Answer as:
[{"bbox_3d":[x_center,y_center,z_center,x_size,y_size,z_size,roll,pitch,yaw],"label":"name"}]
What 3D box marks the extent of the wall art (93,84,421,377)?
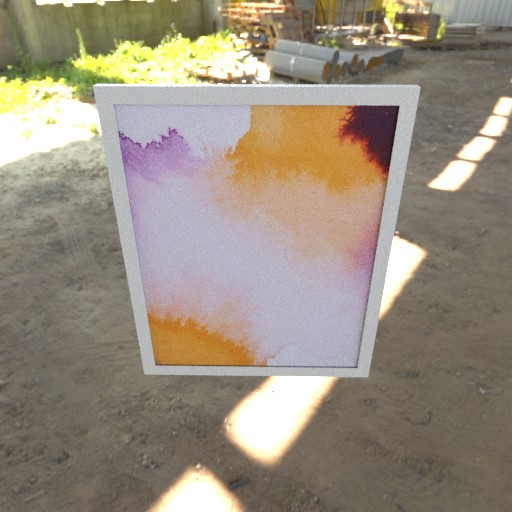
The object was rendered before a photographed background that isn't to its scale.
[{"bbox_3d":[0.000,0.000,1.113,0.661,0.811,0.026,1,31,1],"label":"wall art"}]
